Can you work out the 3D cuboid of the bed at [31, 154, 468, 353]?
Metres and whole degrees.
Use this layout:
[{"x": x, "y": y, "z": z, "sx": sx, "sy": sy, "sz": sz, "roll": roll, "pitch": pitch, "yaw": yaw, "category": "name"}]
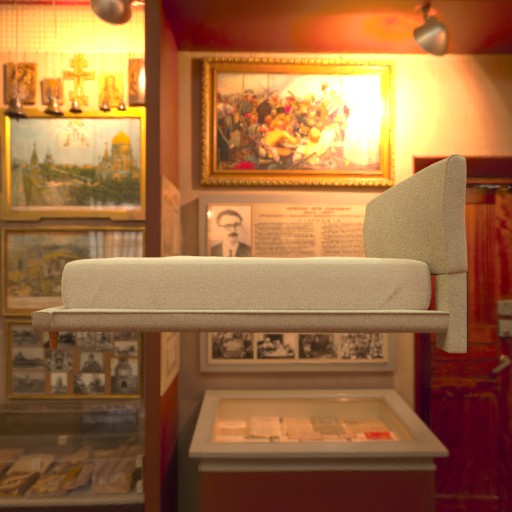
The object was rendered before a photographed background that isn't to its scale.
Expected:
[{"x": 0.000, "y": 0.000, "z": 3.457, "sx": 2.498, "sy": 1.126, "sz": 1.980, "roll": 0, "pitch": -1, "yaw": 1, "category": "bed"}]
